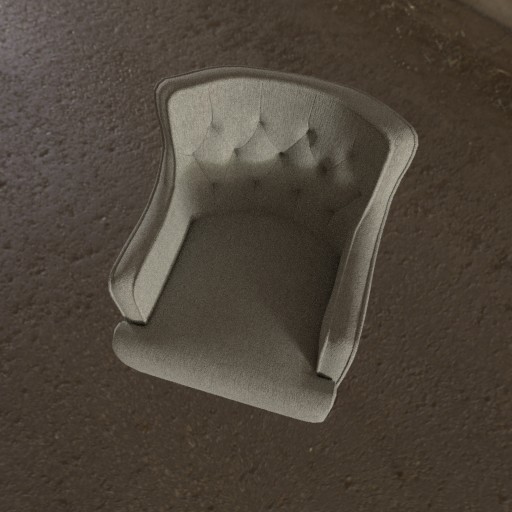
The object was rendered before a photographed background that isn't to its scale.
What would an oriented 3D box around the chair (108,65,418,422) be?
[{"bbox_3d":[0.000,0.000,1.565,0.820,0.920,0.910,14,61,8],"label":"chair"}]
